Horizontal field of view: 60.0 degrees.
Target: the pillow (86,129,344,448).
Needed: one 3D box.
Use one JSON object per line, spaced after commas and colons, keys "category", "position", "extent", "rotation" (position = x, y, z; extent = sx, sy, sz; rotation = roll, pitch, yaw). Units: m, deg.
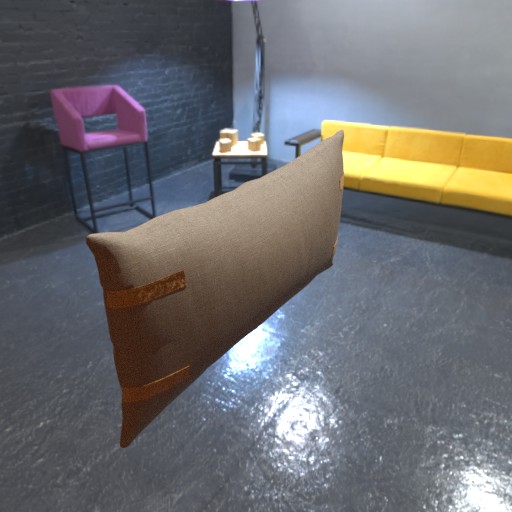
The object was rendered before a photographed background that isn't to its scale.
{"category": "pillow", "position": [0.000, 0.000, 0.730], "extent": [0.148, 0.308, 0.612], "rotation": [18, 32, 31]}
